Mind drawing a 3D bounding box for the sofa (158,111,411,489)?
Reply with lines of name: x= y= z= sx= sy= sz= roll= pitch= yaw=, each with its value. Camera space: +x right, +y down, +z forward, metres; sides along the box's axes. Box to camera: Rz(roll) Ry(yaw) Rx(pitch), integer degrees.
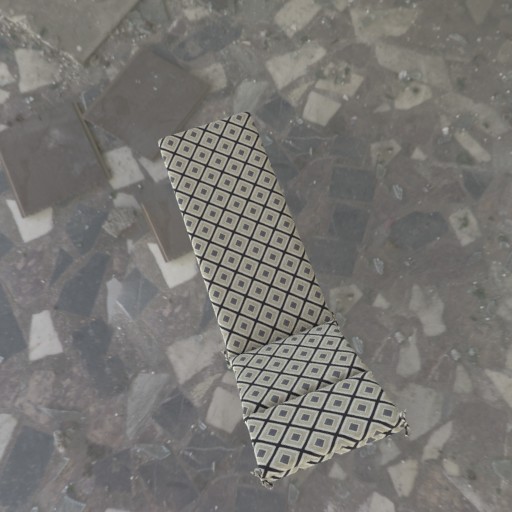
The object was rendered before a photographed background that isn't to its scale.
sofa: x=0.000 y=0.000 z=1.935 sx=0.582 sy=0.622 sz=1.663 roll=-19 pitch=77 yaw=-5
